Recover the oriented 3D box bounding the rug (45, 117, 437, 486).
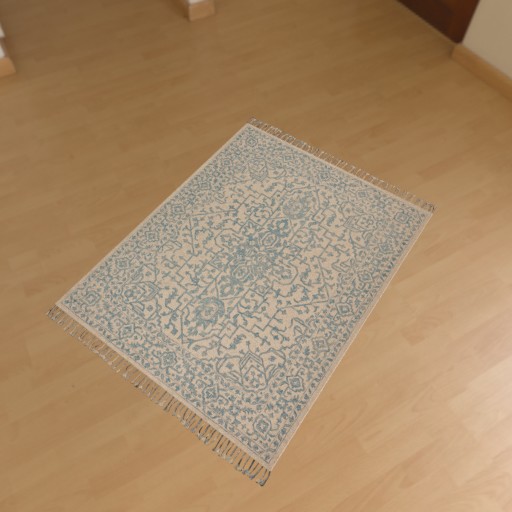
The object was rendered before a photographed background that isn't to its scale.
[{"bbox_3d":[0.000,0.000,4.419,2.464,0.010,3.327,31,62,18],"label":"rug"}]
